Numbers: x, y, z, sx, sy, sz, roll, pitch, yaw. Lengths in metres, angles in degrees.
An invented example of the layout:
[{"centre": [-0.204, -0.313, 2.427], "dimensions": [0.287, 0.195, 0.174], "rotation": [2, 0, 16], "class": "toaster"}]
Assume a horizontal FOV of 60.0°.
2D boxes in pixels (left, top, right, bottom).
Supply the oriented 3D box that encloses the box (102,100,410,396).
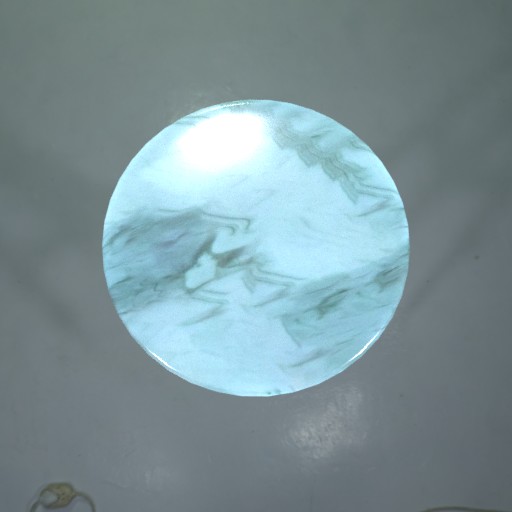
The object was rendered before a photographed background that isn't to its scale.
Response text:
[{"centre": [0.000, 0.000, 0.171], "dimensions": [0.101, 0.063, 0.101], "rotation": [0, 76, 0], "class": "box"}]
